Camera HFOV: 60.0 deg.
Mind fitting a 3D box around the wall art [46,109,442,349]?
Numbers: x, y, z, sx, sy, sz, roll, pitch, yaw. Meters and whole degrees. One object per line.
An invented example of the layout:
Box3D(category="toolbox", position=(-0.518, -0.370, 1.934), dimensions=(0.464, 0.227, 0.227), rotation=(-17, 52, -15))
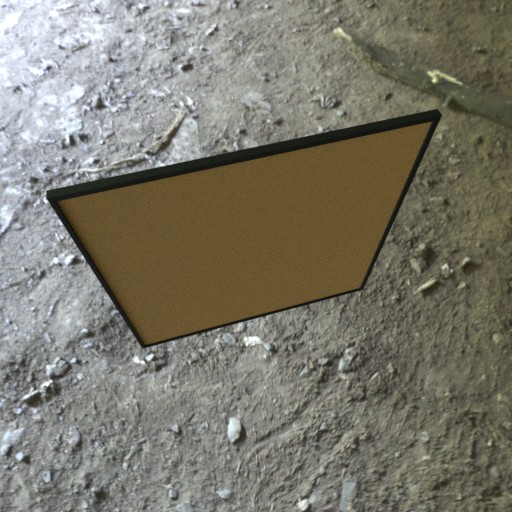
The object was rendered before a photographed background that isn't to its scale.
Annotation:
Box3D(category="wall art", position=(0.000, 0.000, 0.693), dimensions=(0.458, 0.457, 0.013), rotation=(-14, 60, -8))
